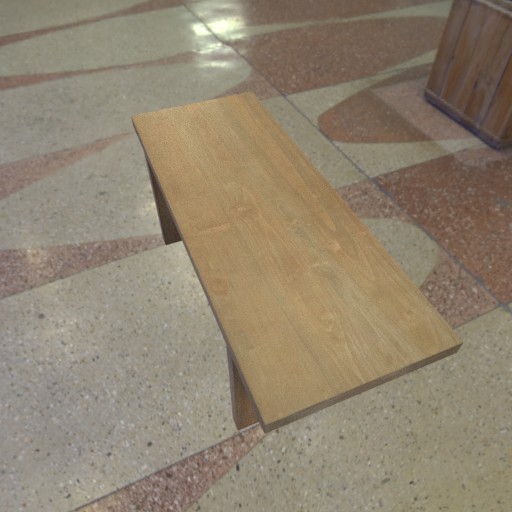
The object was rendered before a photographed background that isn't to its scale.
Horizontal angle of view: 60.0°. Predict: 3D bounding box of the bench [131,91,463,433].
[{"bbox_3d":[0.000,0.000,1.415,0.458,0.458,1.183,-17,50,-15],"label":"bench"}]
